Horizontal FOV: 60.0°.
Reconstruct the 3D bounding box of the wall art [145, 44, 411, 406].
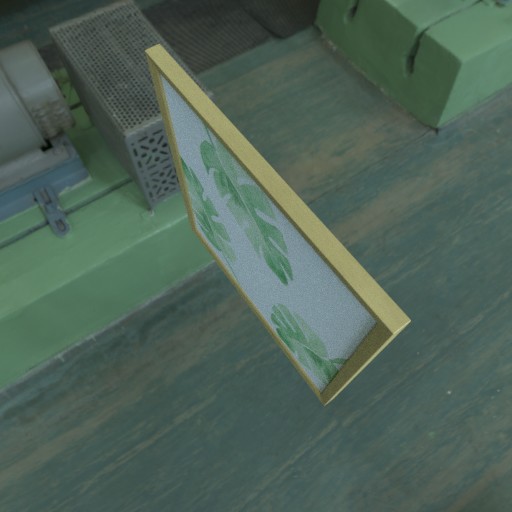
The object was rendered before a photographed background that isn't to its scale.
[{"bbox_3d":[0.000,0.000,1.150,0.037,0.763,0.763,-33,68,-15],"label":"wall art"}]
